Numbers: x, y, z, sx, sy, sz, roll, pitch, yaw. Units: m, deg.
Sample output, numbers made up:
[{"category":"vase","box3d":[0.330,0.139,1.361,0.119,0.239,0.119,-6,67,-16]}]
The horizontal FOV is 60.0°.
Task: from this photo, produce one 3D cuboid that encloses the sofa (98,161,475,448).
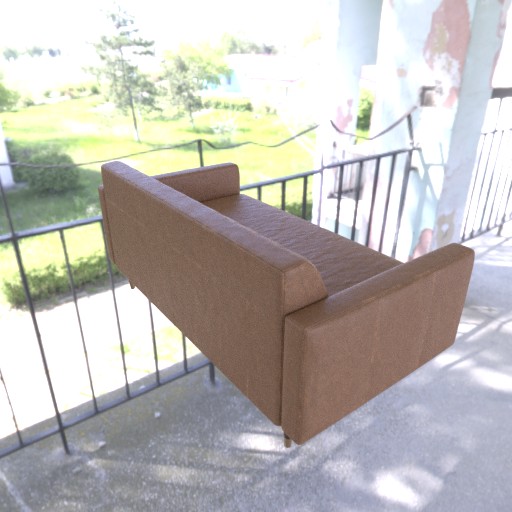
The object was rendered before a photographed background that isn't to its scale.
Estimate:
[{"category":"sofa","box3d":[0.000,0.000,2.331,0.993,0.821,1.847,-18,31,-33]}]
